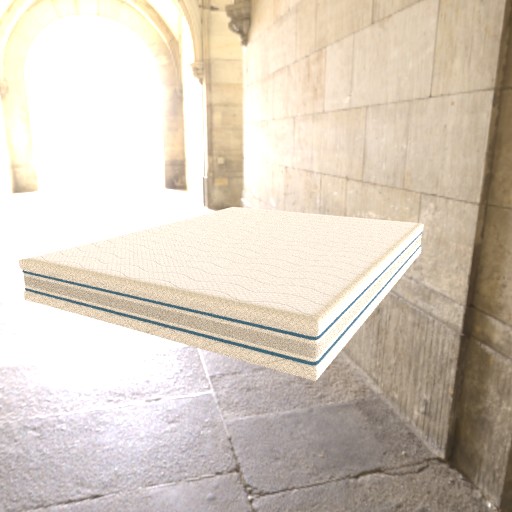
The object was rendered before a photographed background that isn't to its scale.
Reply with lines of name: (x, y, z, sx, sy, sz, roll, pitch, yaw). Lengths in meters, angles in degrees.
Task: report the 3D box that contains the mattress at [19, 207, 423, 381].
mattress: (0.000, 0.000, 2.698, 1.600, 0.230, 2.000, 8, 17, 28)
